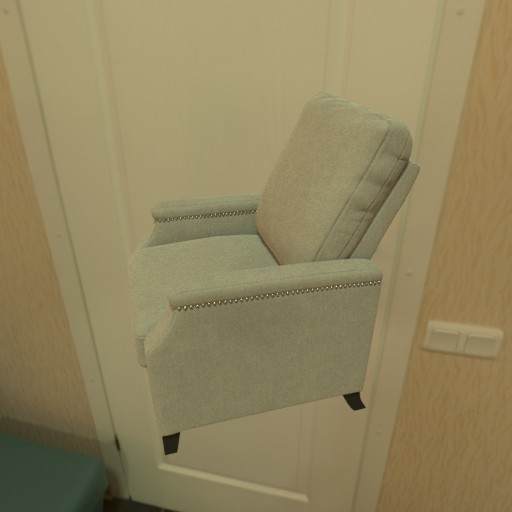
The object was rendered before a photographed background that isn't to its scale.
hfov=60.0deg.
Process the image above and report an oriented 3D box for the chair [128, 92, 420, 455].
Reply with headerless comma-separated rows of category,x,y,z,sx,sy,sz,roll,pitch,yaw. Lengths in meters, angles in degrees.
chair,0.000,0.000,1.627,0.922,1.049,0.710,-8,30,-14
